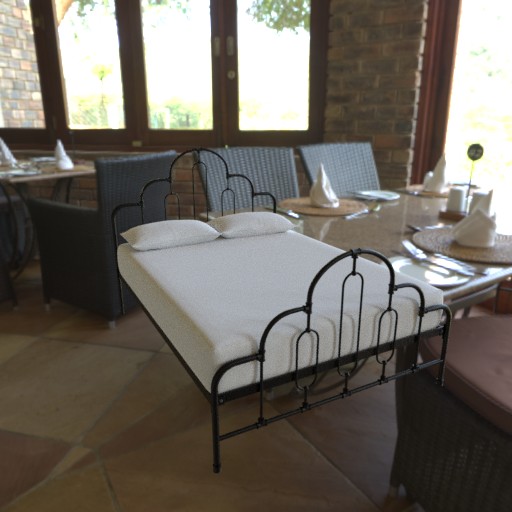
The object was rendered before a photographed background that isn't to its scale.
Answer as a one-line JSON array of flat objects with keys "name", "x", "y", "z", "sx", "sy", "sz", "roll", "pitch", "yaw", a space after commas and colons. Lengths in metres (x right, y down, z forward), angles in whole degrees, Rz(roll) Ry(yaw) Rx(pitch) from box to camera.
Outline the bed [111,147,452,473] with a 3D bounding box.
[{"name": "bed", "x": 0.000, "y": 0.000, "z": 3.244, "sx": 1.626, "sy": 1.444, "sz": 2.181, "roll": -9, "pitch": 19, "yaw": -27}]
